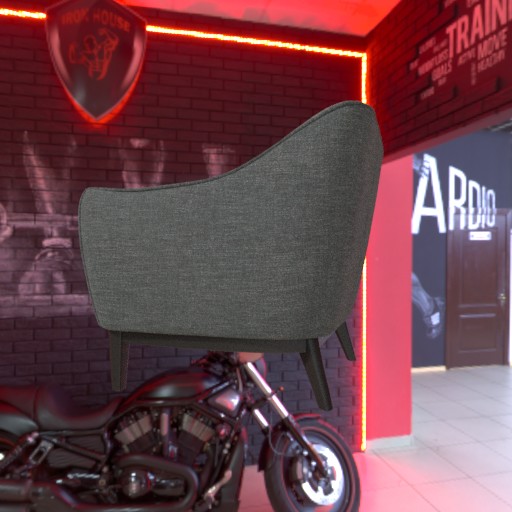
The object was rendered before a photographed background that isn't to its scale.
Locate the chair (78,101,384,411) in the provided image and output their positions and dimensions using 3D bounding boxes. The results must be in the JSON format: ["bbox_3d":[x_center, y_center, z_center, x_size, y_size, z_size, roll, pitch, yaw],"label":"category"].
[{"bbox_3d":[0.000,0.000,1.573,0.851,0.829,0.870,0,1,19],"label":"chair"}]
